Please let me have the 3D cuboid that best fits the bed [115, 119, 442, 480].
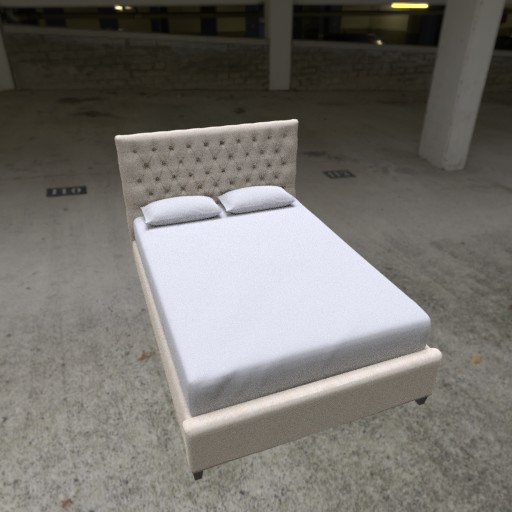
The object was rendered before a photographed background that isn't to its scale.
[{"bbox_3d":[0.000,0.000,3.402,1.698,1.427,2.387,-11,32,-17],"label":"bed"}]
